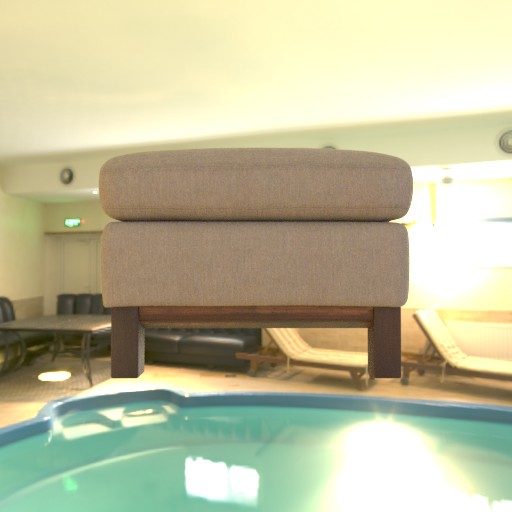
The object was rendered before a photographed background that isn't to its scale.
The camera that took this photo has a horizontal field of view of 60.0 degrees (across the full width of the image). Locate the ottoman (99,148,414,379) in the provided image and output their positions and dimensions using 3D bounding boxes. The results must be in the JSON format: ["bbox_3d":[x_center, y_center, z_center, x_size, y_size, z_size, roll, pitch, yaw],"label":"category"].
[{"bbox_3d":[0.000,0.000,1.048,0.528,0.404,0.735,0,-1,0],"label":"ottoman"}]
